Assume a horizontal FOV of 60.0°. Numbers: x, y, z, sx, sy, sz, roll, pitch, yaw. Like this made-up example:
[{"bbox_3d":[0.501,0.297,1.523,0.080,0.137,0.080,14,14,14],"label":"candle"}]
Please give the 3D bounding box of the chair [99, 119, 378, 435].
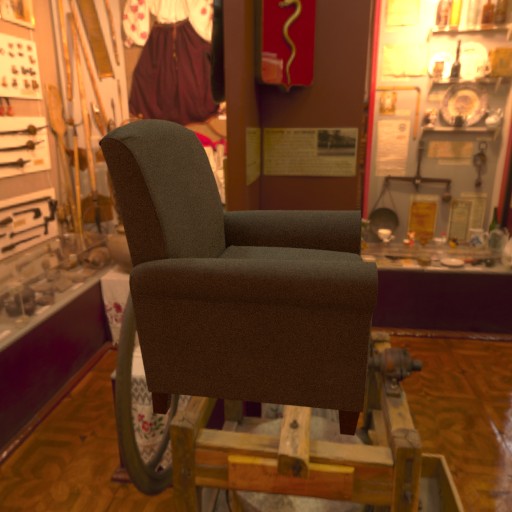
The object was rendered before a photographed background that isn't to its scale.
[{"bbox_3d":[0.000,0.000,1.799,0.905,1.061,0.978,3,17,9],"label":"chair"}]
